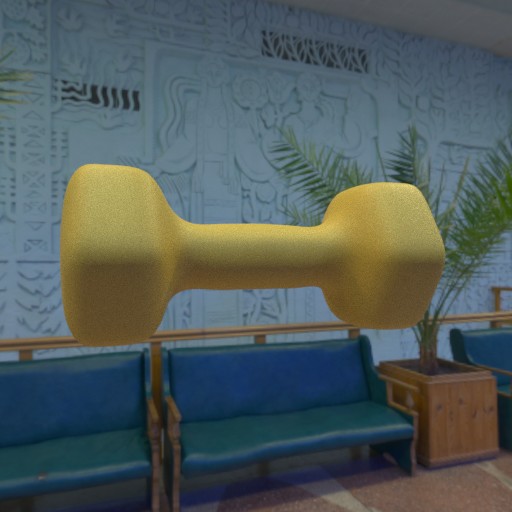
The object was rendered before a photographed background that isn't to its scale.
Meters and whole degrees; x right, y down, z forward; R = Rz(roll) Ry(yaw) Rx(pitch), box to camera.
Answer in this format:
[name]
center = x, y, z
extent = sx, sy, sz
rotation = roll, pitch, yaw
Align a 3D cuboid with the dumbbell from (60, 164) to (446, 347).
[dumbbell]
center = 0.000, 0.000, 0.235
extent = 0.190, 0.082, 0.090
rotation = 0, 0, -18
